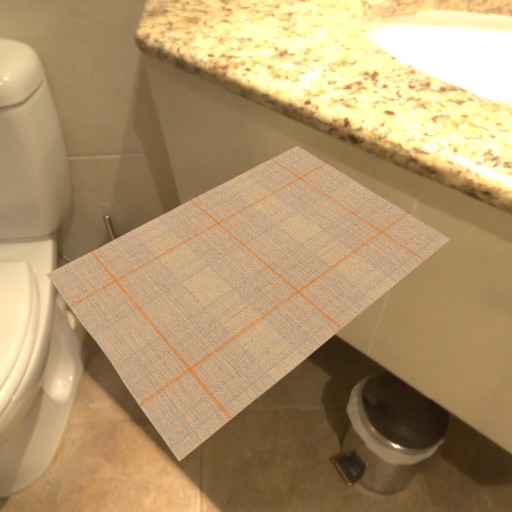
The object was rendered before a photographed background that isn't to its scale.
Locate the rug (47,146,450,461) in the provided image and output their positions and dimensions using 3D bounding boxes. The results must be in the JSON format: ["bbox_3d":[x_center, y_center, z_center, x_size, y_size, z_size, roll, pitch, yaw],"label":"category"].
[{"bbox_3d":[0.000,0.000,2.395,1.825,0.015,1.232,-32,55,-26],"label":"rug"}]
